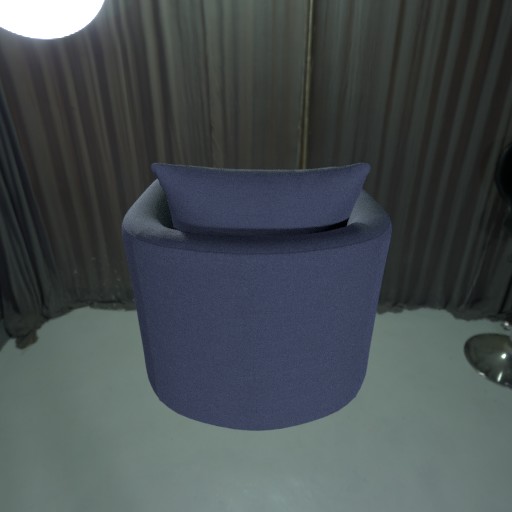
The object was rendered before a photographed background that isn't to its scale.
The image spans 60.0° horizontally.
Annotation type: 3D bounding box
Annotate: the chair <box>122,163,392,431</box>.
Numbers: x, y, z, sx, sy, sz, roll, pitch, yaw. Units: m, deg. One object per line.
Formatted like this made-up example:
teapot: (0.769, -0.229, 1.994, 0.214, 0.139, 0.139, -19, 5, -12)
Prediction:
chair: (0.000, 0.000, 1.591, 0.845, 0.848, 0.910, -1, 29, -1)
